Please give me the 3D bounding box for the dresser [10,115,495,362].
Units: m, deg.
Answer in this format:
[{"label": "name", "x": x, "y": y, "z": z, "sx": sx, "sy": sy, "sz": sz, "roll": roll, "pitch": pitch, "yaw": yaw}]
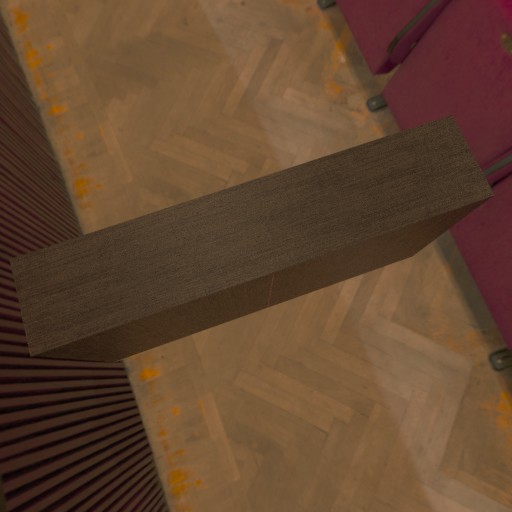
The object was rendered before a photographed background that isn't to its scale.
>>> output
[{"label": "dresser", "x": 0.000, "y": 0.000, "z": 1.803, "sx": 1.535, "sy": 0.790, "sz": 0.333, "roll": -19, "pitch": 76, "yaw": -5}]
